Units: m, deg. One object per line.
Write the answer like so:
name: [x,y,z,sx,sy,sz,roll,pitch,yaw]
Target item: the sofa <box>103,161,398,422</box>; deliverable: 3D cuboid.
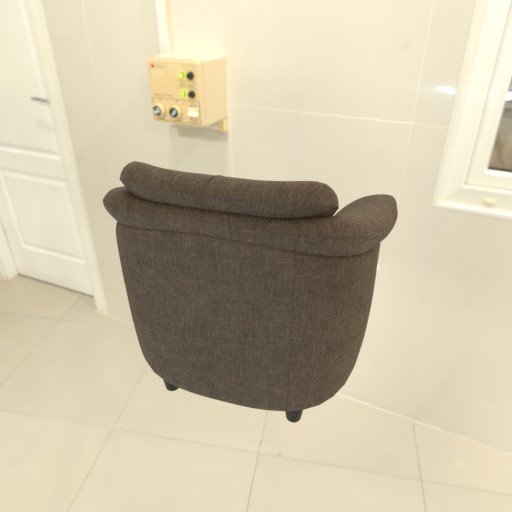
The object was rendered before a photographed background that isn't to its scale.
sofa: [0.000,0.000,1.501,0.870,0.811,0.794,9,32,15]
